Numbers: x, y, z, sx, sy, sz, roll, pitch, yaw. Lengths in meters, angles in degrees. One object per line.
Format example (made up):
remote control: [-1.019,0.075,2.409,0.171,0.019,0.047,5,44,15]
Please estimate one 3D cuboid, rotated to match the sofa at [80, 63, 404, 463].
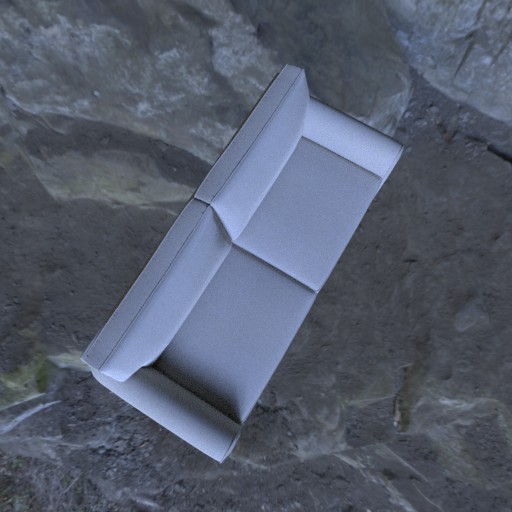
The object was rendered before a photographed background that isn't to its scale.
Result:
sofa: [0.000,0.000,2.687,0.901,0.962,2.146,30,77,8]
